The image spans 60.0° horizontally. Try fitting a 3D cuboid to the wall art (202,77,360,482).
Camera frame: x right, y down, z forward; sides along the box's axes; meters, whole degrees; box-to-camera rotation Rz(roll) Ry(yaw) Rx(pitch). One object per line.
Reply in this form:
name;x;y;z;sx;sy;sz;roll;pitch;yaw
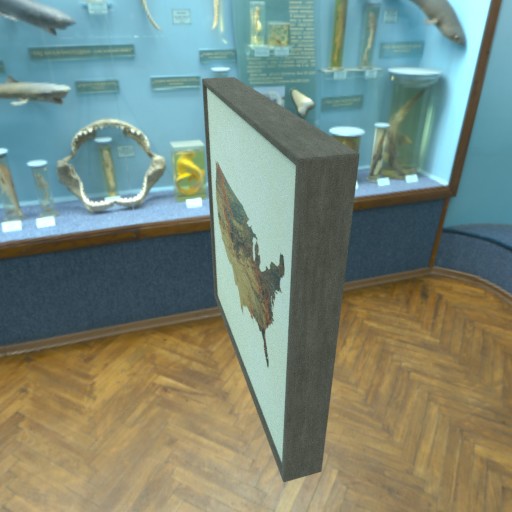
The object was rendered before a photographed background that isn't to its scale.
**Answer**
wall art;0.000;0.000;0.457;0.038;0.302;0.303;-8;31;-14
